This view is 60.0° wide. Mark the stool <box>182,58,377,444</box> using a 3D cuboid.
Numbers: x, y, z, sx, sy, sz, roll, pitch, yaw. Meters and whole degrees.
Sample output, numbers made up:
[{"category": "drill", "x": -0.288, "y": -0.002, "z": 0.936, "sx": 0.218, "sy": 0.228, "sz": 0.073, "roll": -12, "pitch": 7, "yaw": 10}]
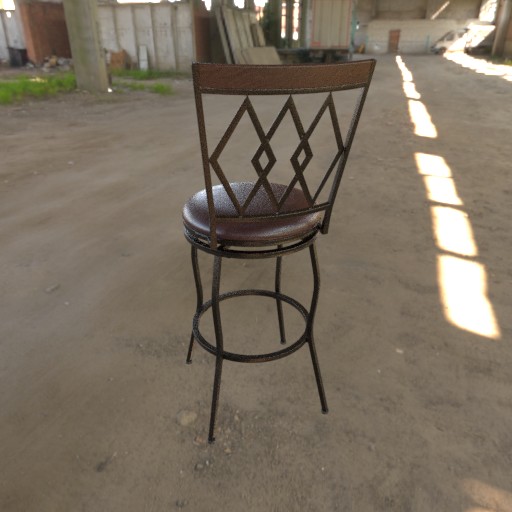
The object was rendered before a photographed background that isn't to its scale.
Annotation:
[{"category": "stool", "x": 0.000, "y": 0.000, "z": 1.375, "sx": 0.432, "sy": 1.134, "sz": 0.521, "roll": -8, "pitch": 28, "yaw": -16}]
